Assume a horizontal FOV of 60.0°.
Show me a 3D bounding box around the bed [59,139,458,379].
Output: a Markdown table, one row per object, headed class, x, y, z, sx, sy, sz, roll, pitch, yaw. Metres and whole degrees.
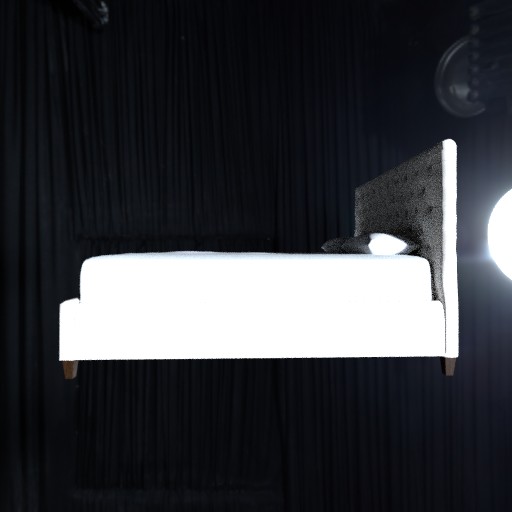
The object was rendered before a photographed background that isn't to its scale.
| class | x | y | z | sx | sy | sz | roll | pitch | yaw |
| --- | --- | --- | --- | --- | --- | --- | --- | --- | --- |
| bed | 0.000 | 0.000 | 3.642 | 2.387 | 1.427 | 2.078 | 0 | 1 | -2 |
